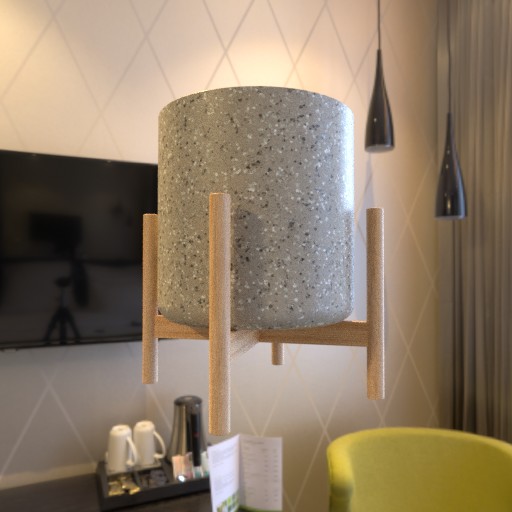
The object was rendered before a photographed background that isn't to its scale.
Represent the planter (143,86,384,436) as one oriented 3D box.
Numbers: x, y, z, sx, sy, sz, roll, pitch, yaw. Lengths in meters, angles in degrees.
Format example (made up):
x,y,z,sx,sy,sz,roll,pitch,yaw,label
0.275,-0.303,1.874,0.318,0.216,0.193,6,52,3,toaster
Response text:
x,y,z,sx,sy,sz,roll,pitch,yaw,label
0.000,0.000,0.700,0.360,0.419,0.360,-1,-1,36,planter
